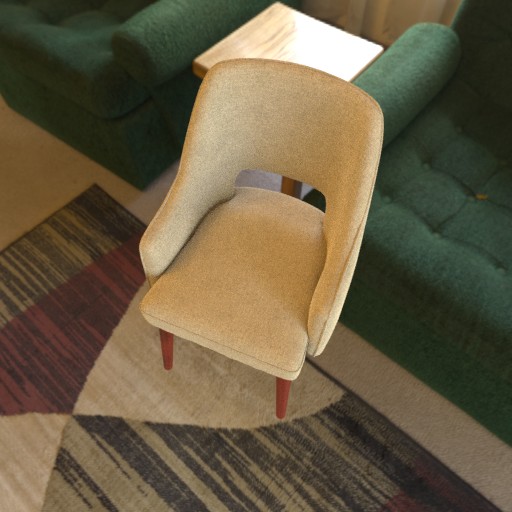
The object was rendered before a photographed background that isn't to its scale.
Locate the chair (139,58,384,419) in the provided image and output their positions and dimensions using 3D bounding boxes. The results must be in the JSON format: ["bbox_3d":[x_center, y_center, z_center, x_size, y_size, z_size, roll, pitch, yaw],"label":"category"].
[{"bbox_3d":[0.000,0.000,1.266,0.548,0.849,0.605,20,60,12],"label":"chair"}]
